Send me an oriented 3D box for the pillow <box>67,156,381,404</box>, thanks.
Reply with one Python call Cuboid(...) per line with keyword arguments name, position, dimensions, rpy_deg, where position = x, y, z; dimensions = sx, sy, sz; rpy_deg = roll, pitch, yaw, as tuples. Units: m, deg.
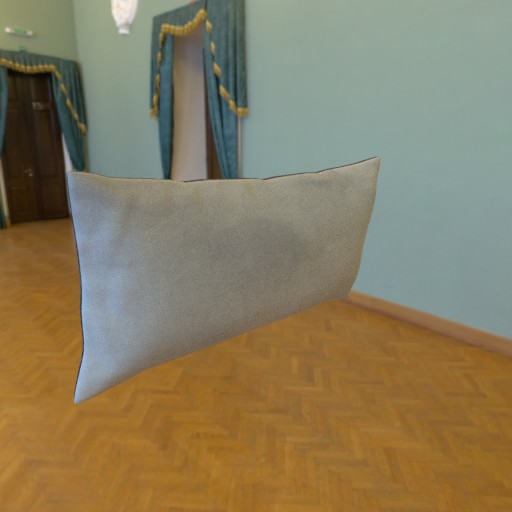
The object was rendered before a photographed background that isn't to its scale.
Cuboid(name="pillow", position=(0.000, 0.000, 0.728), dimensions=(0.608, 0.305, 0.156), rpy_deg=(-13, 20, -41))
